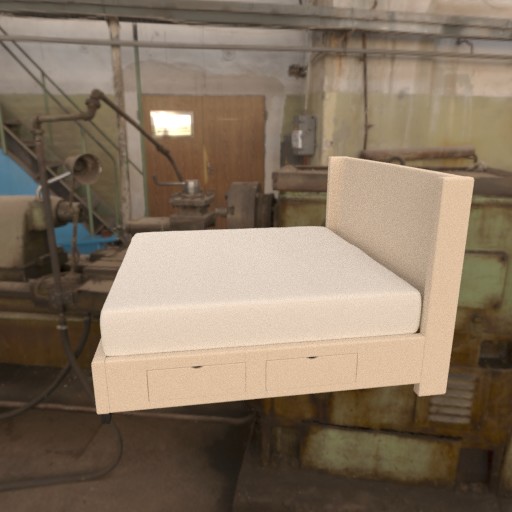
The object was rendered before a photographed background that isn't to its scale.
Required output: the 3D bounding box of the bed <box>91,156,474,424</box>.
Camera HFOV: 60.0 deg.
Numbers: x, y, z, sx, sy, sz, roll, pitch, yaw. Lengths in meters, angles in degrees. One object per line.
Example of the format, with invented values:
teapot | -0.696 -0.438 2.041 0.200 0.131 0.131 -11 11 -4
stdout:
bed | 0.000 0.000 3.658 2.293 1.471 2.145 -3 16 -9
